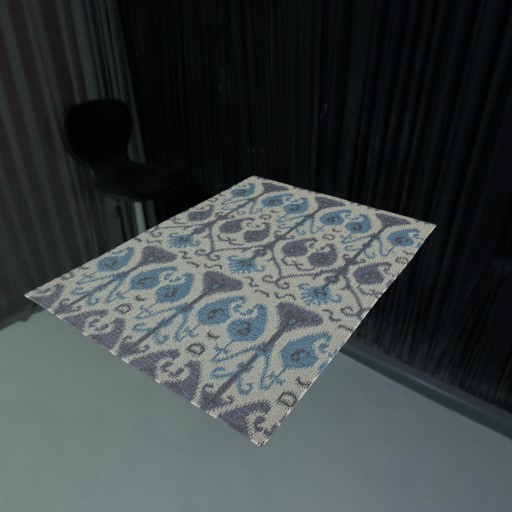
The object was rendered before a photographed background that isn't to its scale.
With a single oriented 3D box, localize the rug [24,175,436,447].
[{"bbox_3d":[0.000,0.000,2.906,1.676,0.013,2.261,21,37,30],"label":"rug"}]
